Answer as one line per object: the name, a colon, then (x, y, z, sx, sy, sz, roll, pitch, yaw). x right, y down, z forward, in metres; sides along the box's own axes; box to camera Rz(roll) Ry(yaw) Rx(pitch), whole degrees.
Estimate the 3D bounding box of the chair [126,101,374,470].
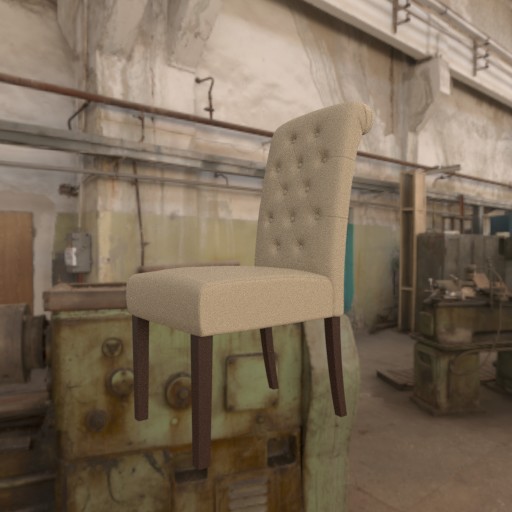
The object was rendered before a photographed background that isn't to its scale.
chair: (0.000, 0.000, 1.397, 0.671, 1.006, 0.456, -1, 2, -37)
